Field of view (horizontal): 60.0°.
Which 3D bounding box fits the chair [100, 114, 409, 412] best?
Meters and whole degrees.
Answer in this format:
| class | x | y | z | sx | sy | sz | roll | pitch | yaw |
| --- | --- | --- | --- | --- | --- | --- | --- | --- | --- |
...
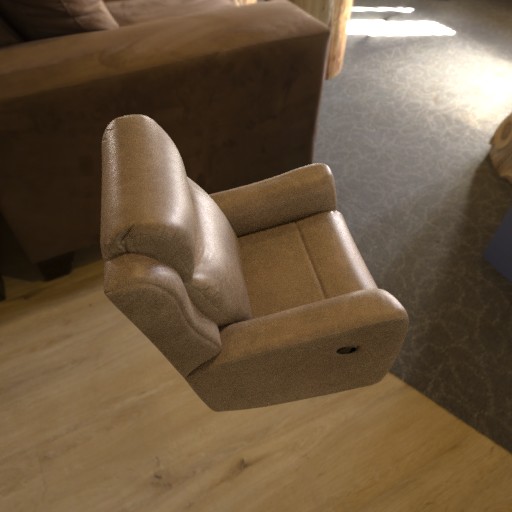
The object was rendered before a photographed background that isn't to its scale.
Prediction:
| class | x | y | z | sx | sy | sz | roll | pitch | yaw |
| --- | --- | --- | --- | --- | --- | --- | --- | --- | --- |
| chair | 0.000 | 0.000 | 1.903 | 1.068 | 1.116 | 0.965 | -9 | 49 | -8 |
